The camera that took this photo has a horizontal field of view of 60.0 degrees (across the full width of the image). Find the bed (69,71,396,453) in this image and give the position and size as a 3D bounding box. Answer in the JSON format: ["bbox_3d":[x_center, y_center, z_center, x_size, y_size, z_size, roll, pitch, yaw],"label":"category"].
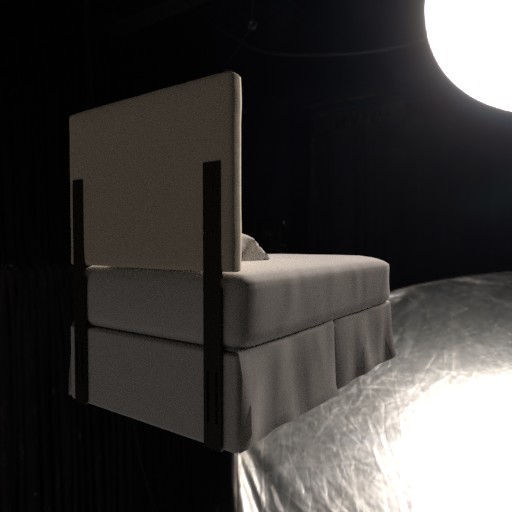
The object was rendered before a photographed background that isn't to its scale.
[{"bbox_3d":[0.000,0.000,2.923,1.261,1.571,1.997,1,2,35],"label":"bed"}]
